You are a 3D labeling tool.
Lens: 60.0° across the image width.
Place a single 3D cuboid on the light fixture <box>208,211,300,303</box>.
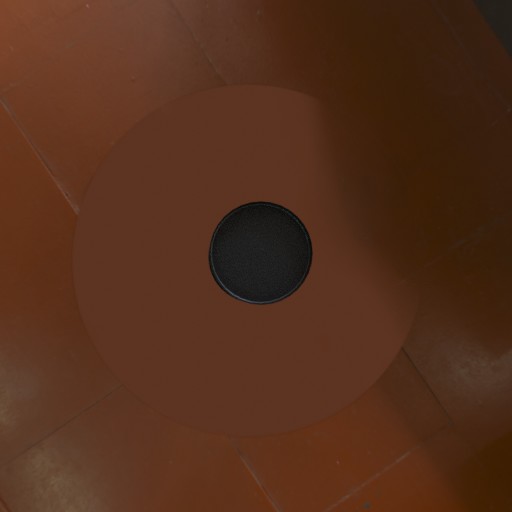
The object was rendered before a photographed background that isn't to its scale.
[{"bbox_3d":[0.000,0.000,1.164,0.331,0.993,0.331,0,89,-1],"label":"light fixture"}]
